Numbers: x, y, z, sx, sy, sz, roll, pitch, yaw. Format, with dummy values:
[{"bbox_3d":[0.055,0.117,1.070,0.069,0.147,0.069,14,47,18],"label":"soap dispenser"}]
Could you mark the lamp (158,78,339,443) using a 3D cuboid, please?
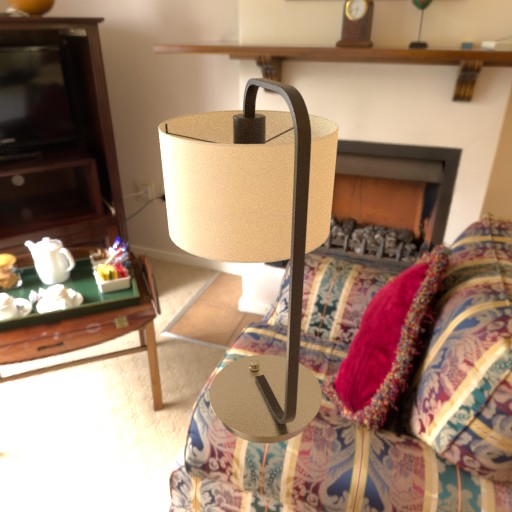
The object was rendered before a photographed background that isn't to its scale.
[{"bbox_3d":[0.000,0.000,0.631,0.230,0.473,0.288,-9,28,-17],"label":"lamp"}]
